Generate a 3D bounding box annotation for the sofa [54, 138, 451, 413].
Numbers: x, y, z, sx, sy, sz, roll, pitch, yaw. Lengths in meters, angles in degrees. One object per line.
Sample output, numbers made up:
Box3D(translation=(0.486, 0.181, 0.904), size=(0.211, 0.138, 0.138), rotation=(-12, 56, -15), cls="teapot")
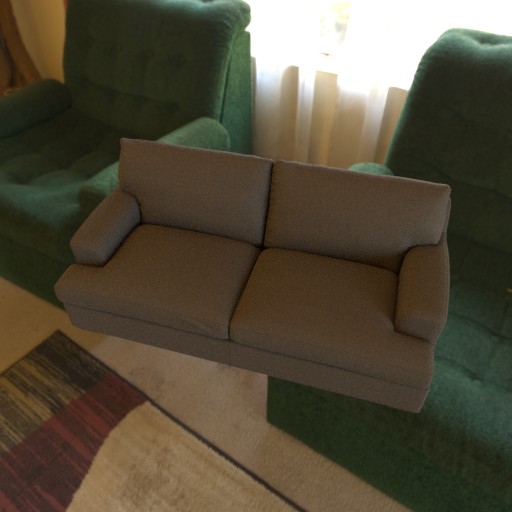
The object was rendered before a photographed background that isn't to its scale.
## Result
Box3D(translation=(0.000, 0.000, 2.783), size=(2.271, 0.950, 1.140), rotation=(11, 43, 12), cls="sofa")
